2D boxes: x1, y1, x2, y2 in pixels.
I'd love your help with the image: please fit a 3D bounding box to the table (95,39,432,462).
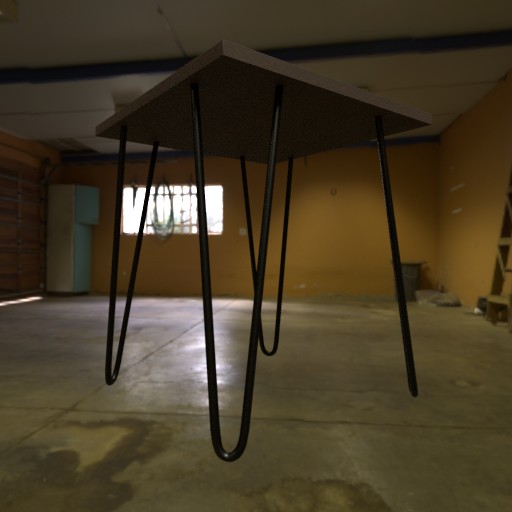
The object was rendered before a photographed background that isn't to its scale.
[{"bbox_3d":[0.000,0.000,0.917,0.495,0.559,0.495,0,0,-38],"label":"table"}]
